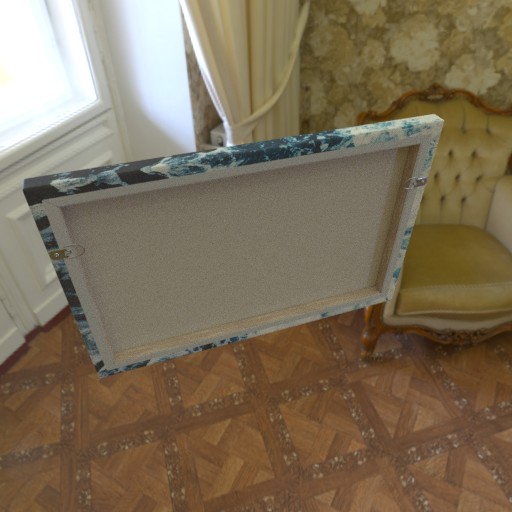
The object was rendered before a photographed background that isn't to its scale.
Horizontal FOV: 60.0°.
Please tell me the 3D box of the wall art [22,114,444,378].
[{"bbox_3d":[0.000,0.000,1.131,0.915,0.610,0.042,-13,43,-14],"label":"wall art"}]
